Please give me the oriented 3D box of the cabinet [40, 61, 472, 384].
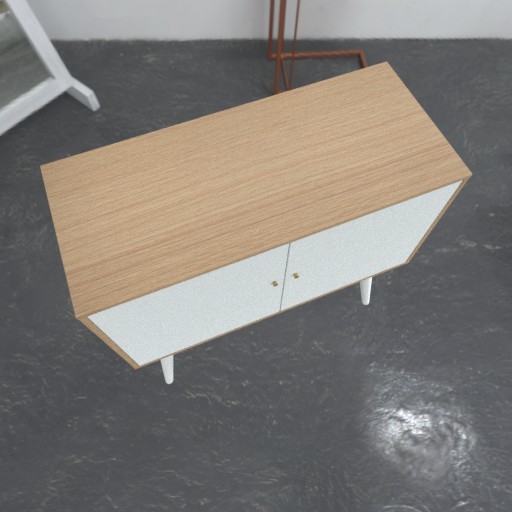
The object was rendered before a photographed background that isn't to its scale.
[{"bbox_3d":[0.000,0.000,1.633,1.057,1.016,0.470,-20,65,-10],"label":"cabinet"}]
